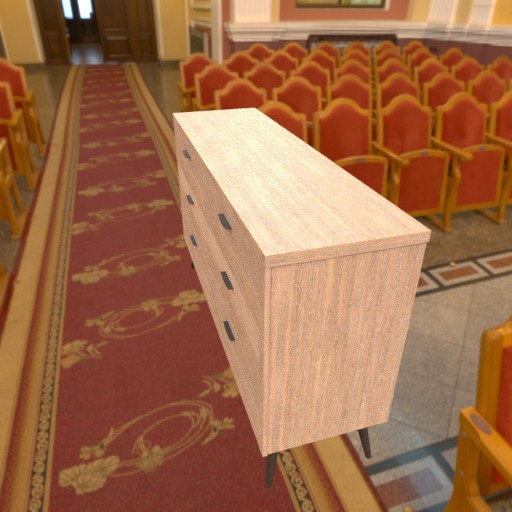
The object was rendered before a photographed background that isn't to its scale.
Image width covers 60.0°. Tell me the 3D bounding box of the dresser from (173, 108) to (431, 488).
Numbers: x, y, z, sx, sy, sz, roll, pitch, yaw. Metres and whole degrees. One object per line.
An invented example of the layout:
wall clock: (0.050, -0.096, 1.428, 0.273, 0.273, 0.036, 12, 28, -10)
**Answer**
dresser: (0.000, 0.000, 1.917, 0.457, 0.914, 1.524, -9, 31, -15)
